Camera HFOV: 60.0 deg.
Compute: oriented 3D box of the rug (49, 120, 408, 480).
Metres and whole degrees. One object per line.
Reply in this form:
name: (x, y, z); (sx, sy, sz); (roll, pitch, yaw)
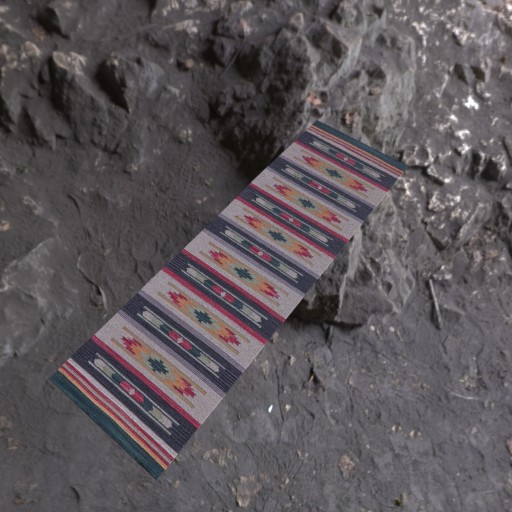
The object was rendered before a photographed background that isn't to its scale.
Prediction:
rug: (0.000, 0.000, 2.633); (0.760, 0.009, 2.440); (33, 63, 19)
